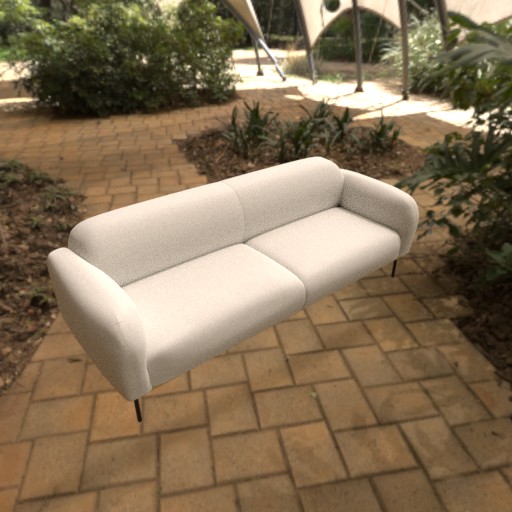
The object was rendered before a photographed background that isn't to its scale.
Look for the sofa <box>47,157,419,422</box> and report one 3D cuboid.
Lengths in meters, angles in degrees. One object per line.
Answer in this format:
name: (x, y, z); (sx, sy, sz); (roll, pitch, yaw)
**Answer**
sofa: (0.000, 0.000, 2.718); (2.257, 0.780, 0.880); (-22, 36, -34)
